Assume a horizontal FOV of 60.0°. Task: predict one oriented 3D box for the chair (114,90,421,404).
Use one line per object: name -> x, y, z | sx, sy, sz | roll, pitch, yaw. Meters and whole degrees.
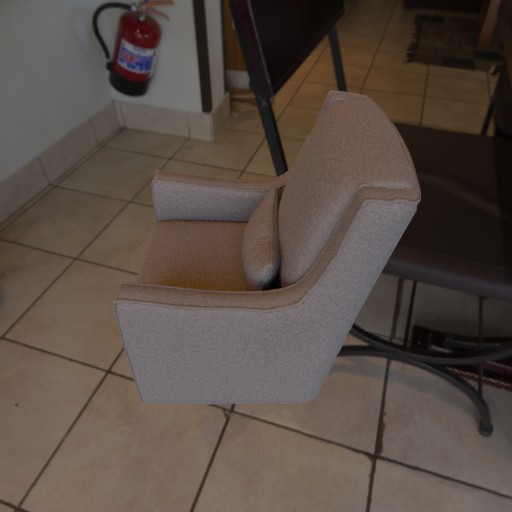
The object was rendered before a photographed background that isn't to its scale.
chair -> 0.000, 0.000, 1.619 | 0.879, 0.993, 0.732 | 0, 42, 0
